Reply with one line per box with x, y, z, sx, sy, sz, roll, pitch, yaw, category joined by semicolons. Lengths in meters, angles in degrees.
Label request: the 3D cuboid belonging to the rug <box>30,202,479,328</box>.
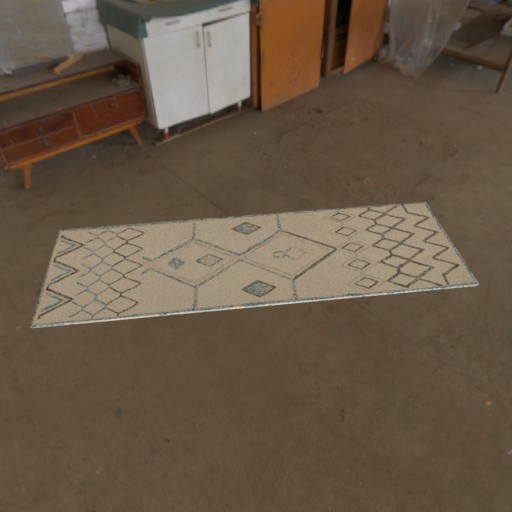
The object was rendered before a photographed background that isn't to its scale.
0.000;0.000;2.658;2.434;0.013;0.770;-5;44;-5;rug
